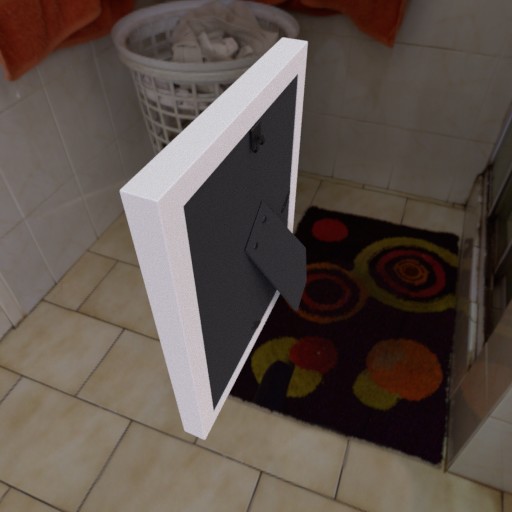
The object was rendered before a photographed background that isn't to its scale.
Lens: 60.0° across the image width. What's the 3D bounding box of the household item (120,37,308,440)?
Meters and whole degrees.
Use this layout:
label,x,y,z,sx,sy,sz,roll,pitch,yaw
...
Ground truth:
label,x,y,z,sx,sy,sz,roll,pitch,yaw
household item,0.000,0.000,0.341,0.045,0.250,0.200,17,48,16
